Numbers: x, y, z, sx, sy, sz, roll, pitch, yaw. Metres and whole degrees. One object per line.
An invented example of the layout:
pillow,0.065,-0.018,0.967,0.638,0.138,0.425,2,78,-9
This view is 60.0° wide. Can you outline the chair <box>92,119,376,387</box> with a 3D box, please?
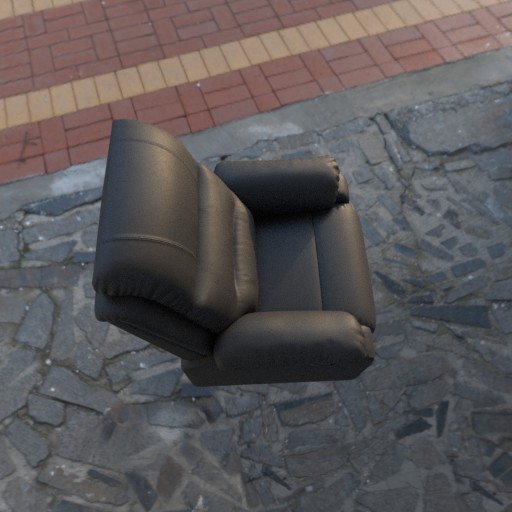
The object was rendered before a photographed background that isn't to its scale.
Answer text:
chair,0.000,0.000,1.678,0.919,0.992,0.855,-2,64,-1
